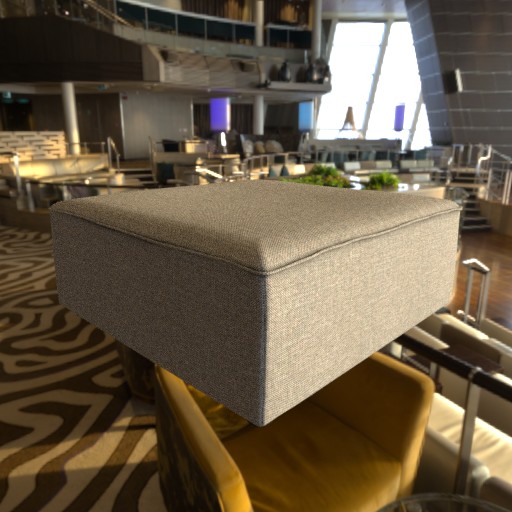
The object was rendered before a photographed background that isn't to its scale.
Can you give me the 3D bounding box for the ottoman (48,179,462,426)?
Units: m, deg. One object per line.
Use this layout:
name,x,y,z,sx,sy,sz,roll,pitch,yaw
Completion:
ottoman,0.000,0.000,1.538,1.023,0.423,1.017,15,22,43
